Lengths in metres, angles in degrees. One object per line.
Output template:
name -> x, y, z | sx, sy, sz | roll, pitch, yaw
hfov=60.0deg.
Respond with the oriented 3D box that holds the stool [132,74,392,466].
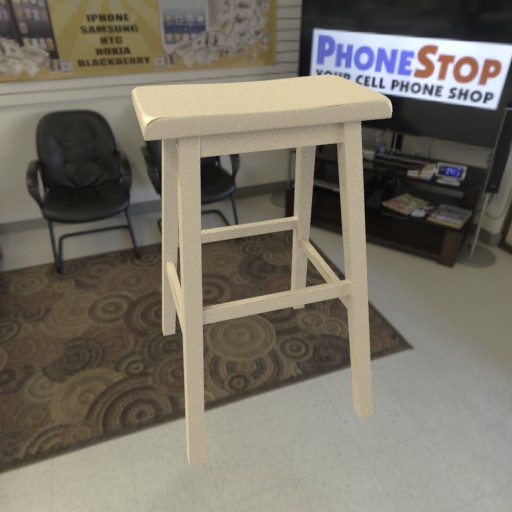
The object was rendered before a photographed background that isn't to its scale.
stool -> 0.000, 0.000, 1.037 | 0.457, 0.737, 0.476 | -10, 34, -15
